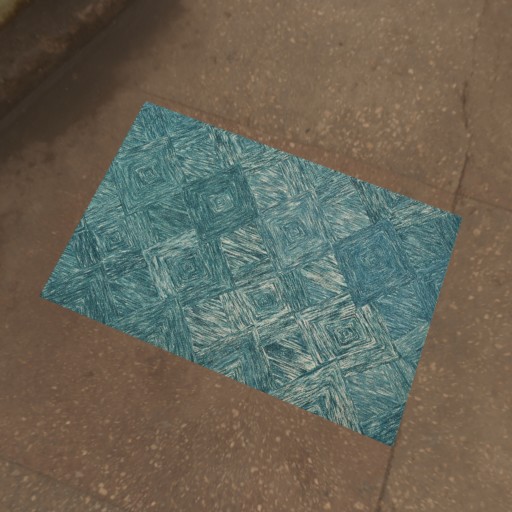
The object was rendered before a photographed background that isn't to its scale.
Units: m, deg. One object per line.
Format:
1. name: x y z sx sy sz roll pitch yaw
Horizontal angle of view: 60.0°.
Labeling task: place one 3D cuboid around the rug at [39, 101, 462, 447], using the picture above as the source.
1. rug: 0.000 0.000 2.799 2.277 0.015 1.490 22 76 6
